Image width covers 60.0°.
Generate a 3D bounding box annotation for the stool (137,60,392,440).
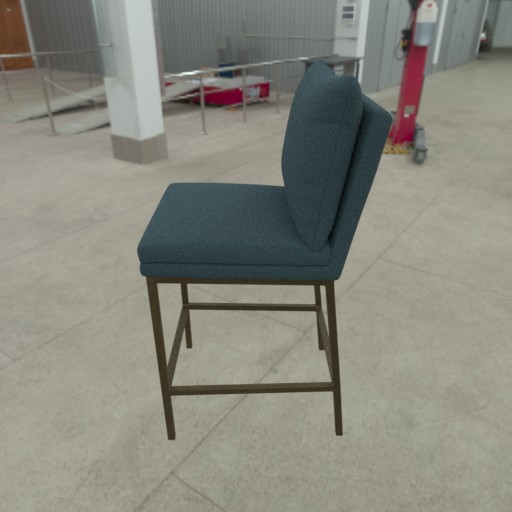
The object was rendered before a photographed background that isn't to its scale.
[{"bbox_3d":[0.000,0.000,1.303,0.568,1.032,0.463,0,28,0],"label":"stool"}]
